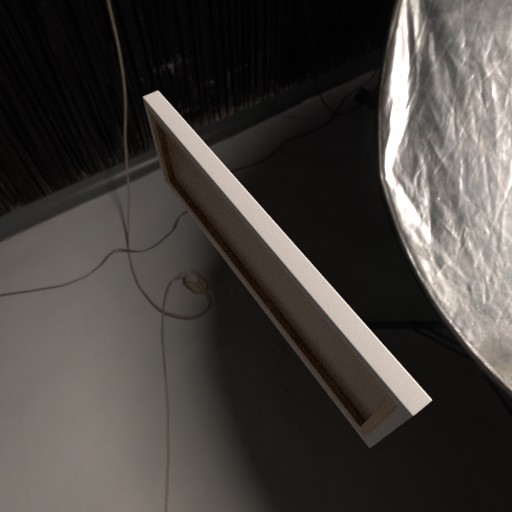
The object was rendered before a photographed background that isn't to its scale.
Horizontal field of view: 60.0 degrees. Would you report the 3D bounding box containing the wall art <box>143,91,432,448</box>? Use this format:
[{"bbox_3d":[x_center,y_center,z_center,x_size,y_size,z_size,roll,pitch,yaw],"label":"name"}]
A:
[{"bbox_3d":[0.000,0.000,0.852,0.038,0.255,0.763,-30,63,-18],"label":"wall art"}]
